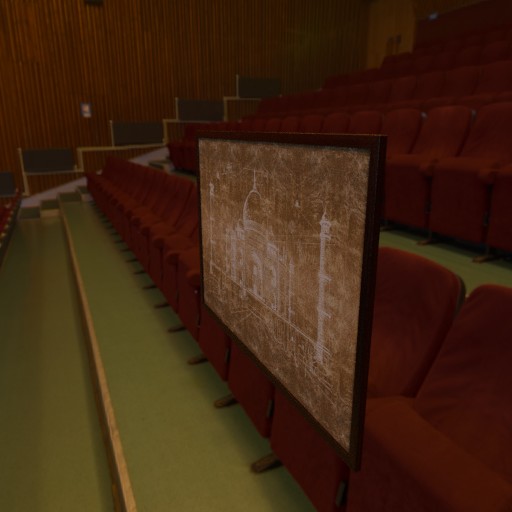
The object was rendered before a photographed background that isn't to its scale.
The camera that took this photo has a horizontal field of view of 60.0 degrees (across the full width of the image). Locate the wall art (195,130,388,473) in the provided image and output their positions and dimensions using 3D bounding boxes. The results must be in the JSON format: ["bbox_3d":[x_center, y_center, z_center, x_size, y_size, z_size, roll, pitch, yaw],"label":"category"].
[{"bbox_3d":[0.000,0.000,1.038,0.014,0.559,0.816,-8,18,-24],"label":"wall art"}]
